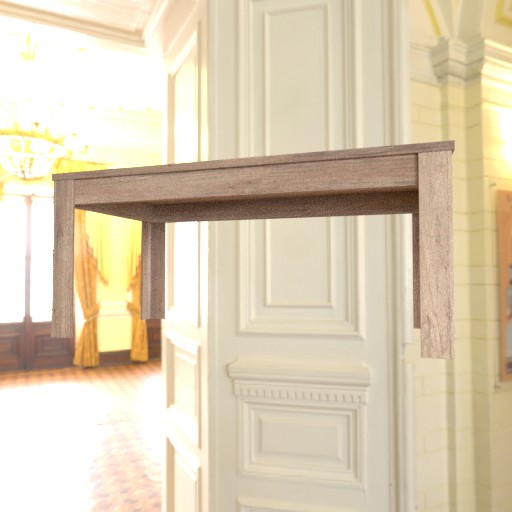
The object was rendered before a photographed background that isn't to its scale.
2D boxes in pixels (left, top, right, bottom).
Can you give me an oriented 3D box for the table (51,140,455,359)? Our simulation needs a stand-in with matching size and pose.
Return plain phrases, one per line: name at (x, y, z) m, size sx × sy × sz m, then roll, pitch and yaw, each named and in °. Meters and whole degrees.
table at (0.000, 0.000, 2.294) m, size 1.800 × 0.790 × 0.900 m, roll -1°, pitch -2°, yaw 18°
